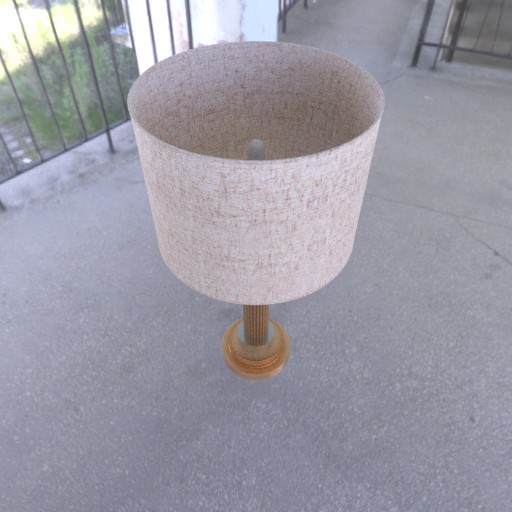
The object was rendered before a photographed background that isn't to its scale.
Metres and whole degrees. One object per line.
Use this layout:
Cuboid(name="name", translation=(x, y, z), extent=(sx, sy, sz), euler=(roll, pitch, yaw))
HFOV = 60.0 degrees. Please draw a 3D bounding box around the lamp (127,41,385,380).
Cuboid(name="lamp", translation=(0.000, 0.000, 0.783), extent=(0.321, 0.610, 0.321), euler=(33, 54, 28))
